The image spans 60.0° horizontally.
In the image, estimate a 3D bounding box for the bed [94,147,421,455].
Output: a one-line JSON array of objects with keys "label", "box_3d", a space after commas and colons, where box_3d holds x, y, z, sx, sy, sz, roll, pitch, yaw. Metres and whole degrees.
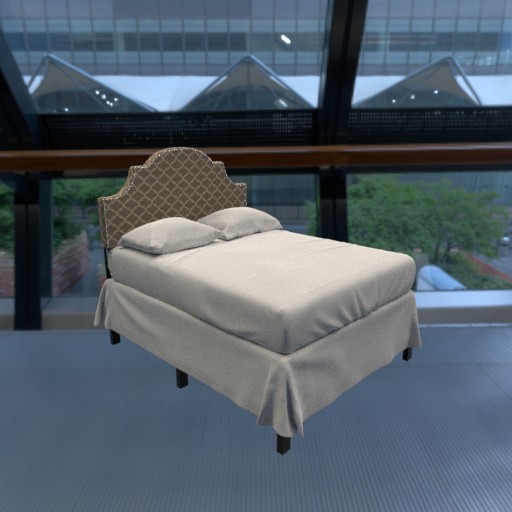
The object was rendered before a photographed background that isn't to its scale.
[{"label": "bed", "box_3d": [0.000, 0.000, 3.497, 2.222, 1.633, 1.780, 15, 21, 43]}]
